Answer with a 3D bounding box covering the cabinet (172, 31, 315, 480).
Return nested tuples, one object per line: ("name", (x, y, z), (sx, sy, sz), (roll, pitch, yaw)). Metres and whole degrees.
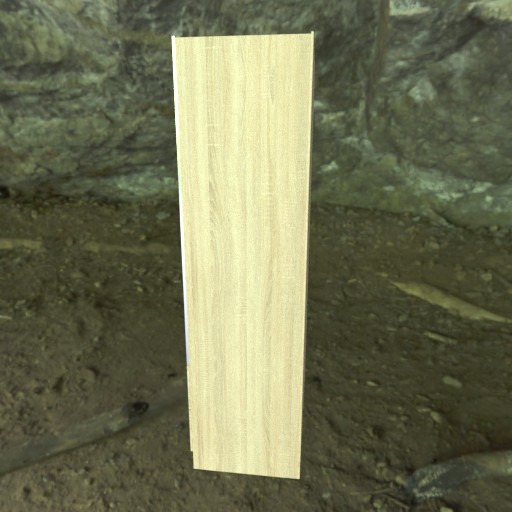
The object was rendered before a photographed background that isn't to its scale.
("cabinet", (0.000, 0.000, 2.534), (0.590, 2.121, 1.001), (2, 16, 7))
